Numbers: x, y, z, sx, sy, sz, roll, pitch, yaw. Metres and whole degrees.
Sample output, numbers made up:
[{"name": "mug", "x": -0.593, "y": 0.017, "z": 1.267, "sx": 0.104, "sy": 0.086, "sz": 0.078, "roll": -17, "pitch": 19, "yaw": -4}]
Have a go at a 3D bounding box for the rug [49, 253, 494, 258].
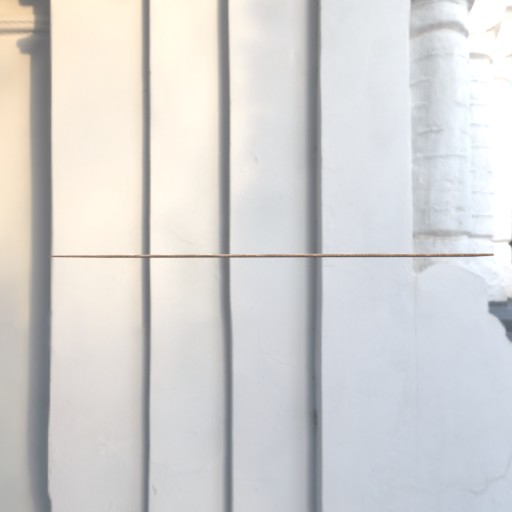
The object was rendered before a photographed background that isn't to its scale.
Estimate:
[{"name": "rug", "x": 0.000, "y": 0.000, "z": 2.658, "sx": 2.437, "sy": 0.013, "sz": 0.685, "roll": 0, "pitch": -1, "yaw": 18}]
